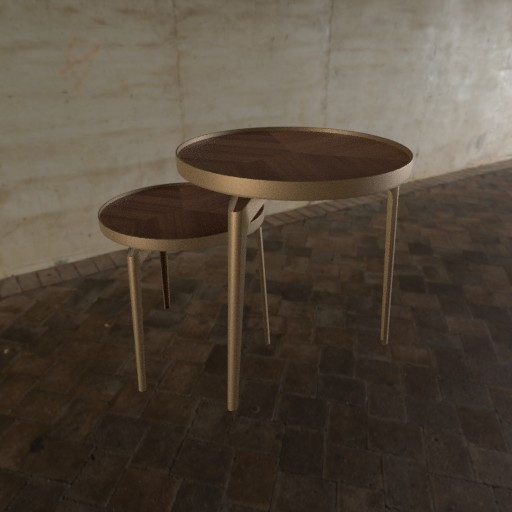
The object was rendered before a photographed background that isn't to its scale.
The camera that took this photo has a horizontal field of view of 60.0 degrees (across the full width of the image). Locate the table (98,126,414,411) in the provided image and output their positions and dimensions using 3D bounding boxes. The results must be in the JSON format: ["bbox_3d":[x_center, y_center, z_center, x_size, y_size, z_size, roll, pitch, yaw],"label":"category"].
[{"bbox_3d":[0.000,0.000,1.141,0.751,0.555,0.532,0,26,0],"label":"table"}]
